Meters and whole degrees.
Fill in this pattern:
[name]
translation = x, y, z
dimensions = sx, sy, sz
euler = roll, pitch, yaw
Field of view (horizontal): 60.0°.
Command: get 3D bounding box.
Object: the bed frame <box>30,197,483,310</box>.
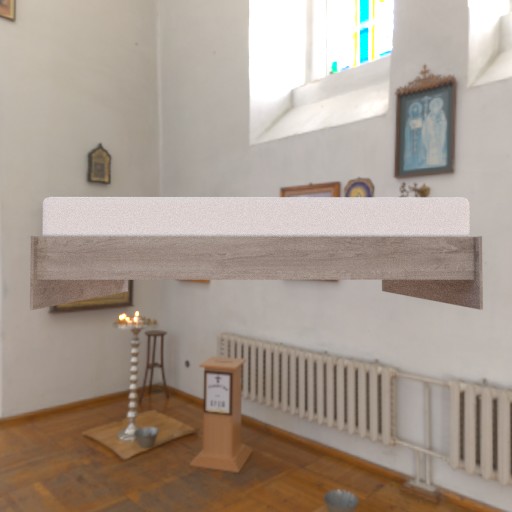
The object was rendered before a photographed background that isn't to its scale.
[bed frame]
translation = 0.000, 0.000, 2.631
dimensions = 1.945, 0.497, 1.445
euler = 0, -1, 0
